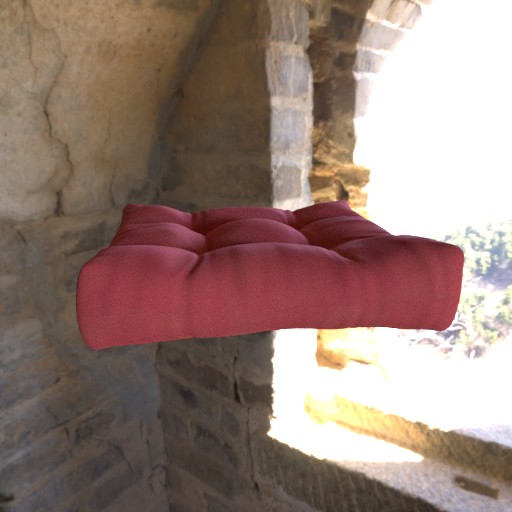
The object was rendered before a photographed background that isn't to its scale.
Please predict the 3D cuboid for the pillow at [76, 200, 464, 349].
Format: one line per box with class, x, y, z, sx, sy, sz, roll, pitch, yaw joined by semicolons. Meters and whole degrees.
pillow;0.000;0.000;0.745;0.490;0.128;0.468;-2;15;-9
